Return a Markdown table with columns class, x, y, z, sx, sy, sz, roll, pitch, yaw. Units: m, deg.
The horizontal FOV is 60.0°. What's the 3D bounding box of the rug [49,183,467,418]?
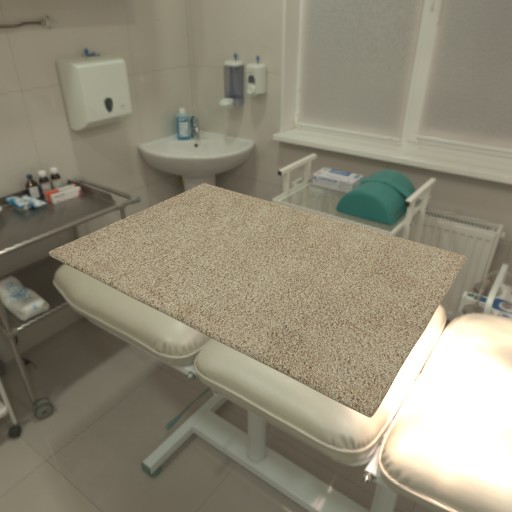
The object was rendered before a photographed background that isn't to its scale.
| class | x | y | z | sx | sy | sz | roll | pitch | yaw |
| --- | --- | --- | --- | --- | --- | --- | --- | --- | --- |
| rug | 0.000 | 0.000 | 2.274 | 1.778 | 0.030 | 1.219 | 20 | 36 | 30 |
